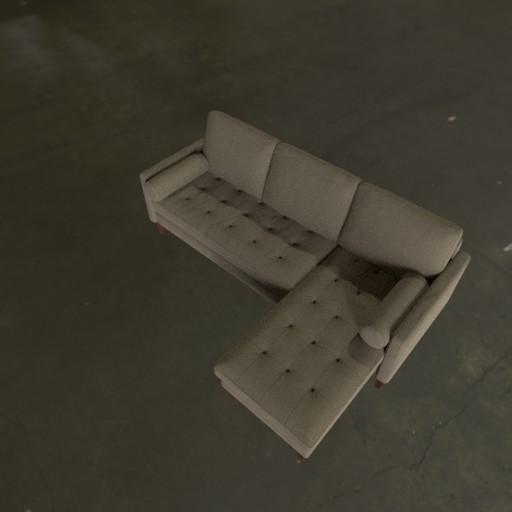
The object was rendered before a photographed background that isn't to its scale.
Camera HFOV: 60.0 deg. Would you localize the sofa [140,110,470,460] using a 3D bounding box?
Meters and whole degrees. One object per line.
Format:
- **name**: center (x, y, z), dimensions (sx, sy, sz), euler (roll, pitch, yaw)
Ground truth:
- **sofa**: center (0.000, 0.000, 2.915), dimensions (2.178, 0.875, 1.506), euler (33, 55, 27)
